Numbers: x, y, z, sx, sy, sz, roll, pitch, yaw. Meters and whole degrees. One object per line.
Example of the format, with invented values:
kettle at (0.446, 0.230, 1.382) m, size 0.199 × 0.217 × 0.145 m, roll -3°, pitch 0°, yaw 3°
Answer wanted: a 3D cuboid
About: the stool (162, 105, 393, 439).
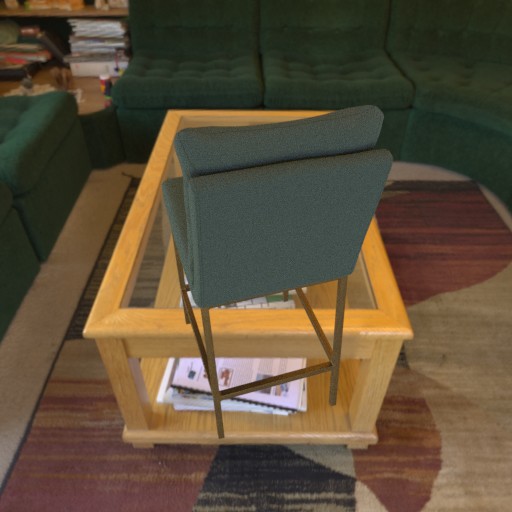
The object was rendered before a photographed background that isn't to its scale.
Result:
stool at (0.000, 0.000, 1.349) m, size 0.463 × 1.032 × 0.568 m, roll -11°, pitch 42°, yaw -13°
